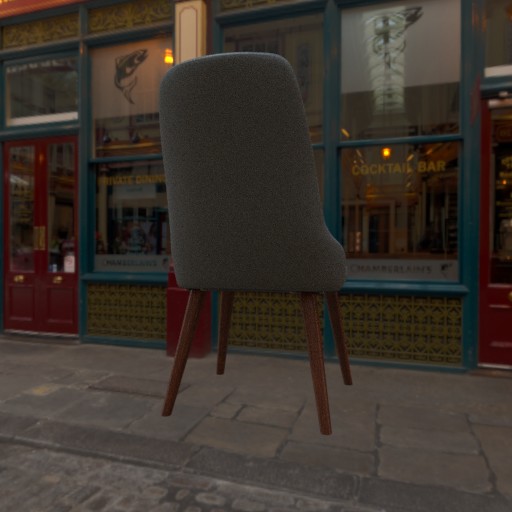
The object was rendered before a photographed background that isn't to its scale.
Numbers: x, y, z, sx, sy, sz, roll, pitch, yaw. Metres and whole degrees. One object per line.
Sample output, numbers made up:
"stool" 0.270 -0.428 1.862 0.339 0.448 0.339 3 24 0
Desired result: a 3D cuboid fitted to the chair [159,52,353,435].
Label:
"chair" 0.000 0.000 1.341 0.535 0.918 0.707 0 0 18
